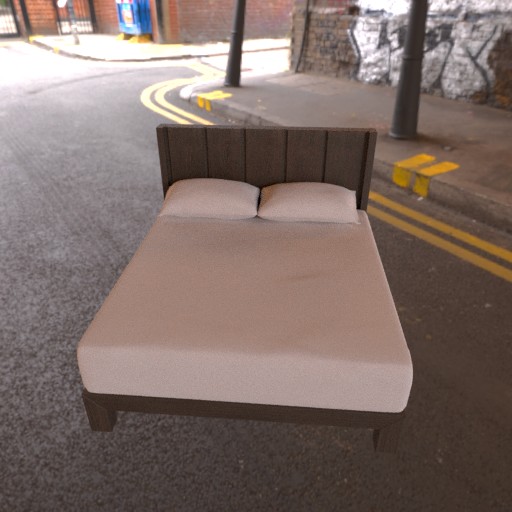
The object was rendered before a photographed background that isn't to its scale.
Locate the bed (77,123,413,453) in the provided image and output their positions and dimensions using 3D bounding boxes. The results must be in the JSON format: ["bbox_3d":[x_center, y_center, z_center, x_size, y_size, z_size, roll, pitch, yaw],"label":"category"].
[{"bbox_3d":[0.000,0.000,3.025,1.735,1.261,1.992,2,31,4],"label":"bed"}]
